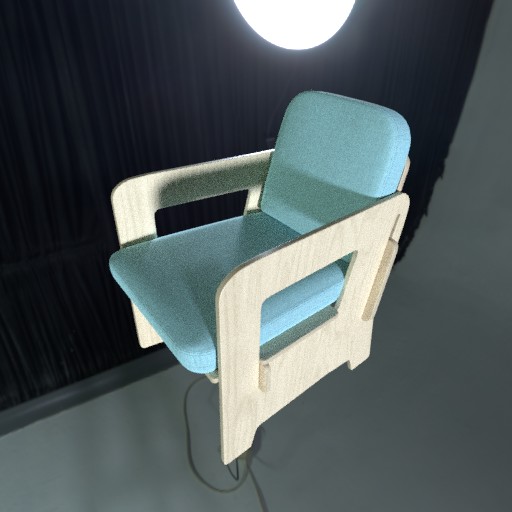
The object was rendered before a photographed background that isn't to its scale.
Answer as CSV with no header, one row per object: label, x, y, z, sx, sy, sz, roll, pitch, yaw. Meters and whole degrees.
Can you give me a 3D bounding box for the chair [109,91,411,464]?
chair,0.000,0.000,1.270,0.710,0.800,0.590,-21,37,-30
